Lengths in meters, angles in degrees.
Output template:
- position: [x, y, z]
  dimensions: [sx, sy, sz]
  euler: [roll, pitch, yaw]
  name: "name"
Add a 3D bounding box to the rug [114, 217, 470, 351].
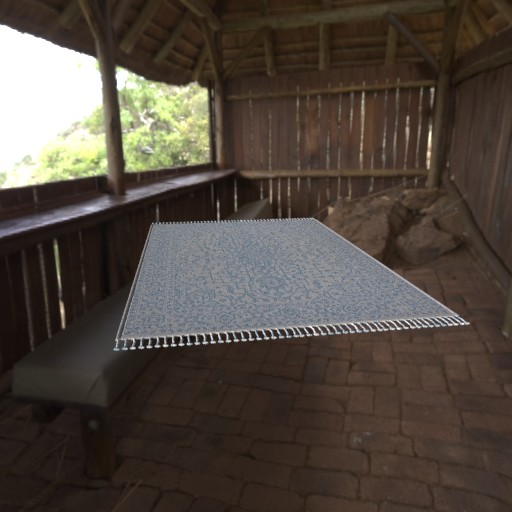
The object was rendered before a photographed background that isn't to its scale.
- position: [0.000, 0.000, 2.998]
  dimensions: [1.524, 0.010, 2.438]
  euler: [-3, 16, -9]
  name: "rug"
